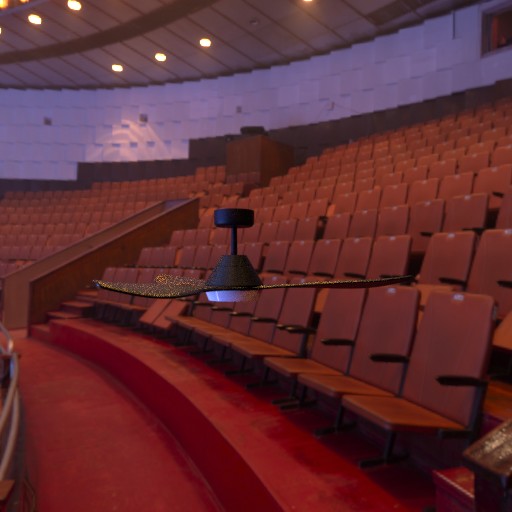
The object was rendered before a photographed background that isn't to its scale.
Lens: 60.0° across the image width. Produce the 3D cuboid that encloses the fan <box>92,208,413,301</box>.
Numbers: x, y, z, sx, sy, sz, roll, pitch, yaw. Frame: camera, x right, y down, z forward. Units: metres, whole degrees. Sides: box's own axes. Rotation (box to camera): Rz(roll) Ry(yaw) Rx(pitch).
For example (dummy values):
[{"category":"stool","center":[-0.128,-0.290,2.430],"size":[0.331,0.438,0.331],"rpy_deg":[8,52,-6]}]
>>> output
[{"category":"fan","center":[0.000,0.000,1.607],"size":[1.067,0.305,1.067],"rpy_deg":[1,-2,-18]}]
